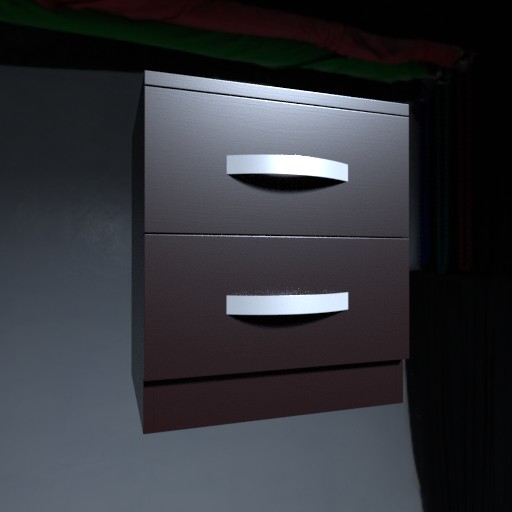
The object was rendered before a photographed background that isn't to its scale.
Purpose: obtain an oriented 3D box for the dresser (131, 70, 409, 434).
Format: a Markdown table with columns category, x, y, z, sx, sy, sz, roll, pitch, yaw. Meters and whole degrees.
| category | x | y | z | sx | sy | sz | roll | pitch | yaw |
| --- | --- | --- | --- | --- | --- | --- | --- | --- | --- |
| dresser | 0.000 | 0.000 | 0.771 | 0.400 | 0.470 | 0.360 | 0 | 0 | -18 |
